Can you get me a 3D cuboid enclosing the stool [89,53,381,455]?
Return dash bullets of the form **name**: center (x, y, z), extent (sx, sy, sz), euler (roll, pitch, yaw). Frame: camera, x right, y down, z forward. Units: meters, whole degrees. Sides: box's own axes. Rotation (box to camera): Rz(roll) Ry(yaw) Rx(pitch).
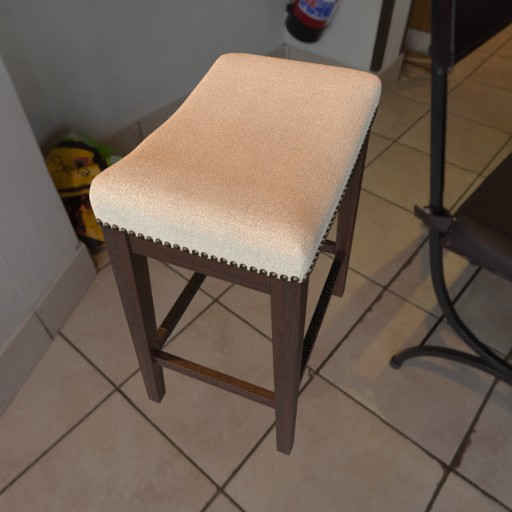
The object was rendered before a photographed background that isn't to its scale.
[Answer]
- **stool**: center (0.000, 0.000, 0.955), extent (0.363, 0.669, 0.509), euler (16, 49, 14)
